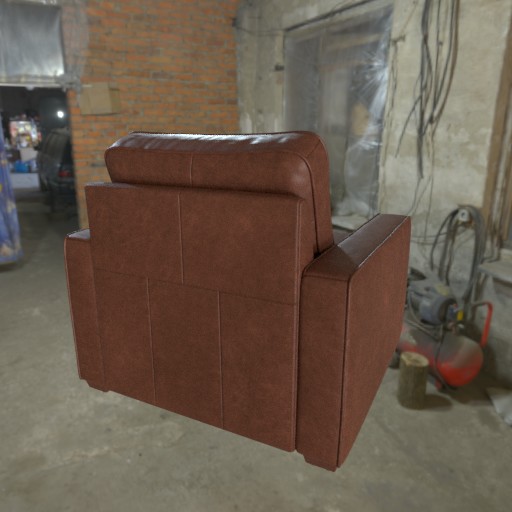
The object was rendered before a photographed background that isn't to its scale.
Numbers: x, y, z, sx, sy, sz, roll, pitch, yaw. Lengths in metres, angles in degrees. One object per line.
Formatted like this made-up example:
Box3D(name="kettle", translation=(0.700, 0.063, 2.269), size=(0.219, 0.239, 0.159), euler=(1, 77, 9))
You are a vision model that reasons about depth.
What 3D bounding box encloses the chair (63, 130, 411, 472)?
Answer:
Box3D(name="chair", translation=(0.000, 0.000, 1.686), size=(1.017, 0.919, 0.940), euler=(8, 18, 26))
